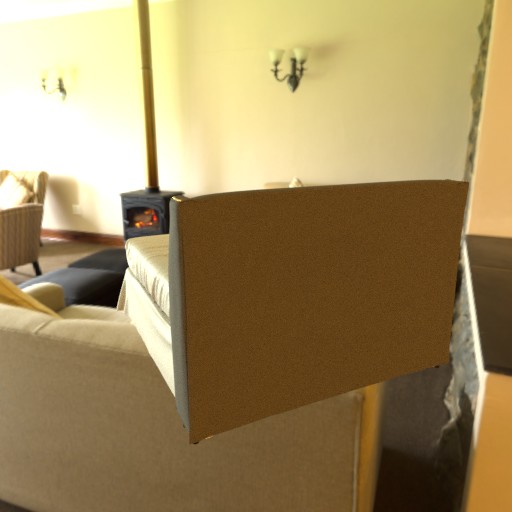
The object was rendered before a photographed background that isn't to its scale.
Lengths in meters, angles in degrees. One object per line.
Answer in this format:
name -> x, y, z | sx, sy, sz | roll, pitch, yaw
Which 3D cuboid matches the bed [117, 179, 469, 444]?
bed -> 0.000, 0.000, 3.519 | 1.925, 1.332, 2.276 | -7, 17, -25
